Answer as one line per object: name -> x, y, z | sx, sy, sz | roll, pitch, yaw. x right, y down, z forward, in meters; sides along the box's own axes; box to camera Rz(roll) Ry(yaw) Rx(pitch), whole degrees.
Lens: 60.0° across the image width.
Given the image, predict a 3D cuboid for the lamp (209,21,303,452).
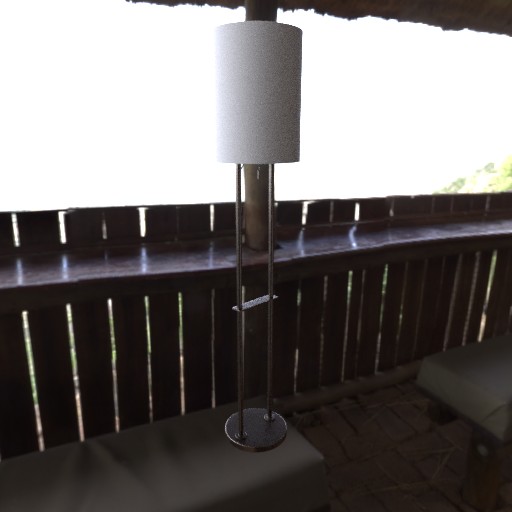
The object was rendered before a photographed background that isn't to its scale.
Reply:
lamp -> 0.000, 0.000, 1.631 | 0.305, 1.500, 0.306 | 15, 21, 43
